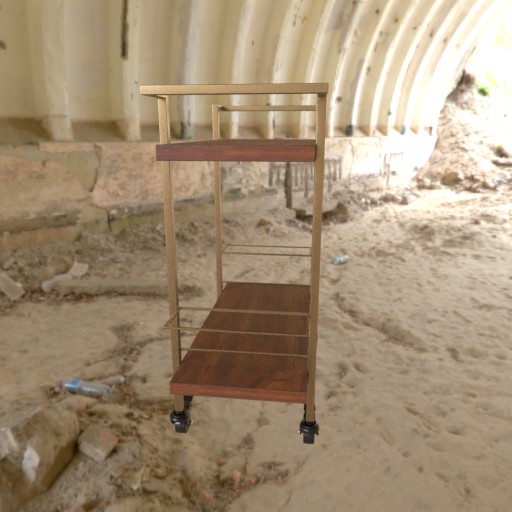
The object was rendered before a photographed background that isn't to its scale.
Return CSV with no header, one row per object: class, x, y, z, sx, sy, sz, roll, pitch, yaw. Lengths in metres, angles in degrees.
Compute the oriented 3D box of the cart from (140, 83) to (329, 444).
cart,0.000,0.000,1.200,0.364,0.807,0.695,2,16,7
